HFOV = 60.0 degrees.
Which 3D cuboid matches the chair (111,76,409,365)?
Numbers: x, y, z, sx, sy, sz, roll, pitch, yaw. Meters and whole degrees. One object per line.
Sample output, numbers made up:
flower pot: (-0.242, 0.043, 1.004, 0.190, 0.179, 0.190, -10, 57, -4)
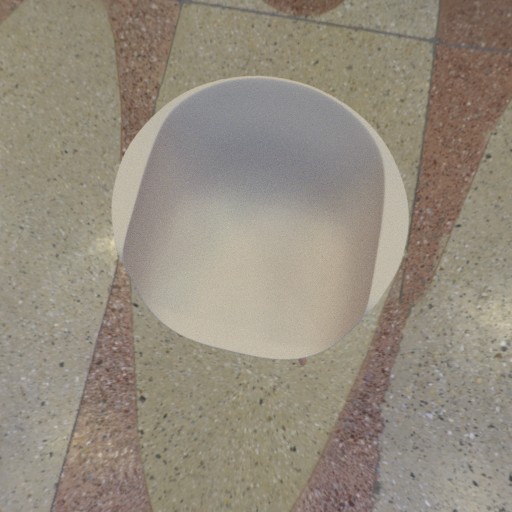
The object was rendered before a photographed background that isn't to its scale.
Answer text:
chair: (0.000, 0.000, 1.156, 0.593, 0.781, 0.504, 12, 76, 3)
